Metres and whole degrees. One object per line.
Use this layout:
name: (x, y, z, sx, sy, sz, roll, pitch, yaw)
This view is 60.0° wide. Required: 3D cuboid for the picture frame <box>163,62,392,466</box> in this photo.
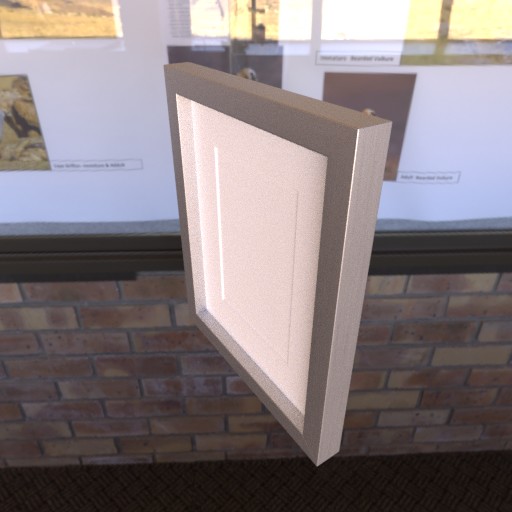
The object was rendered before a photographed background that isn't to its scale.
picture frame: (0.000, 0.000, 0.385, 0.036, 0.282, 0.233, -20, 37, -28)
